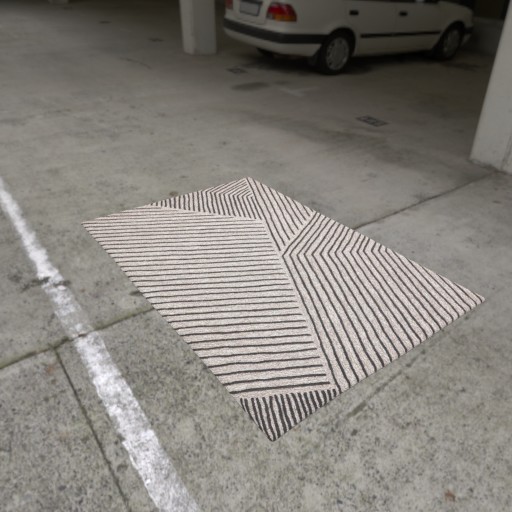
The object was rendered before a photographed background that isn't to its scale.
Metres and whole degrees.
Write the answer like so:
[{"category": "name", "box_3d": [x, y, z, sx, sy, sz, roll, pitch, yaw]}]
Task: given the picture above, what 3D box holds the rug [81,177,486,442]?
[{"category": "rug", "box_3d": [0.000, 0.000, 2.318, 1.237, 0.019, 1.842, -21, 37, -30]}]
